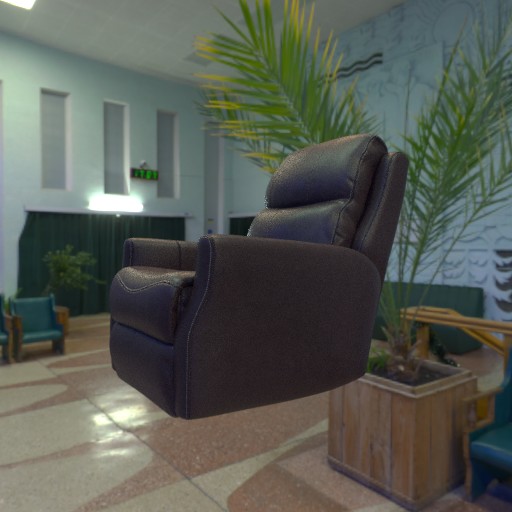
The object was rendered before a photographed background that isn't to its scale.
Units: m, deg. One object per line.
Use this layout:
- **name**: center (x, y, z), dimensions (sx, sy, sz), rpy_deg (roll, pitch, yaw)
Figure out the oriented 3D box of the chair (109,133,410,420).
- **chair**: center (0.000, 0.000, 1.825), dimensions (1.080, 1.030, 0.829), rpy_deg (-1, 1, -35)
